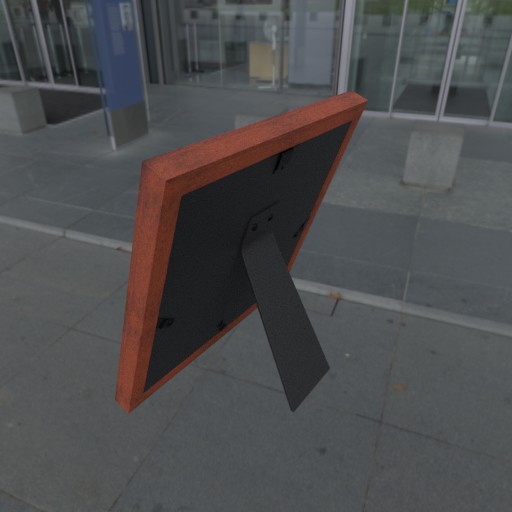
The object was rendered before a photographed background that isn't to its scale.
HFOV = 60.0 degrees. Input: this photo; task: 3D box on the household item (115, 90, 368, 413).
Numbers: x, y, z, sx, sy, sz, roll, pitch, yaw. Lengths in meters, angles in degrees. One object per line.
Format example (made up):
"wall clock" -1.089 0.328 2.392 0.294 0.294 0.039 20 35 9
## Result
"household item" 0.000 0.000 0.381 0.131 0.240 0.240 21 37 31
